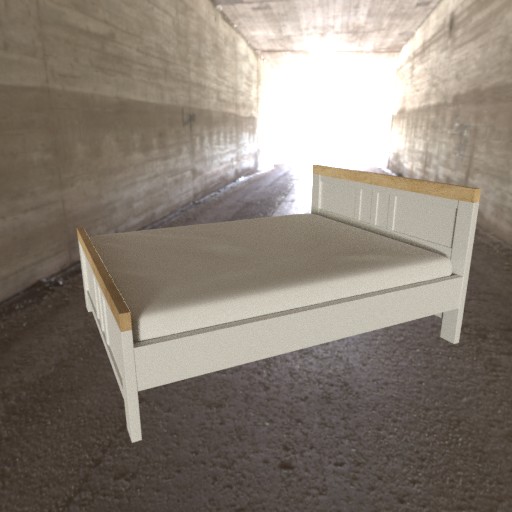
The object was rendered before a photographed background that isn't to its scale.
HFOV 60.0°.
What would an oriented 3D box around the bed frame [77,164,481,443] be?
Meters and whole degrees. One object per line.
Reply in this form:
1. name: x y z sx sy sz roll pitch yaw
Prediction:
1. bed frame: 0.000 0.000 2.949 2.050 0.980 1.670 -8 19 -25
